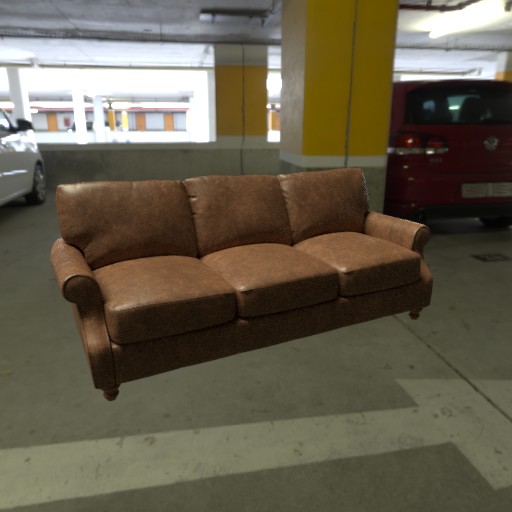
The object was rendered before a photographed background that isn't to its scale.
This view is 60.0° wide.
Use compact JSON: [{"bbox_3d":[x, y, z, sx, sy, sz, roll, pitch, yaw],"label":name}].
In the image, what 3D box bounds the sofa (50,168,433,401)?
[{"bbox_3d":[0.000,0.000,2.816,2.351,0.977,0.973,-8,18,-26],"label":"sofa"}]
